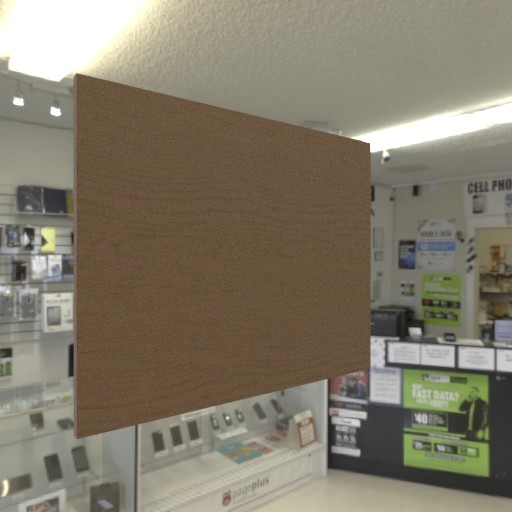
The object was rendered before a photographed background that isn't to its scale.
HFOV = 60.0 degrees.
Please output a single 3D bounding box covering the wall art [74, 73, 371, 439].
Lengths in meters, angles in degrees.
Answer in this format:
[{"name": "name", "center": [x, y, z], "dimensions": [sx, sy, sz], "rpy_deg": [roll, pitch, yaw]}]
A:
[{"name": "wall art", "center": [0.000, 0.000, 0.650], "dimensions": [0.508, 0.406, 0.013], "rpy_deg": [0, 0, -37]}]
